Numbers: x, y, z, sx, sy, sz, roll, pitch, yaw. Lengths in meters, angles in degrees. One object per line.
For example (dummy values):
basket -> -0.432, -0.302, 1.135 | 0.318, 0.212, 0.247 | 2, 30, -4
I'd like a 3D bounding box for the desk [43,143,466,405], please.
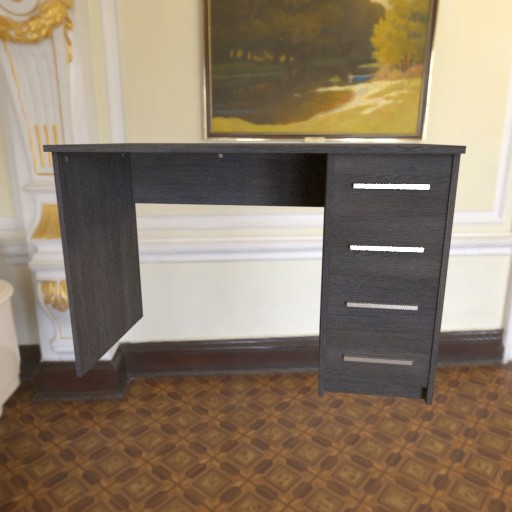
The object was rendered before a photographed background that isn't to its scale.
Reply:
desk -> 0.000, 0.000, 1.492 | 1.096, 0.730, 0.560 | 2, 15, 8
